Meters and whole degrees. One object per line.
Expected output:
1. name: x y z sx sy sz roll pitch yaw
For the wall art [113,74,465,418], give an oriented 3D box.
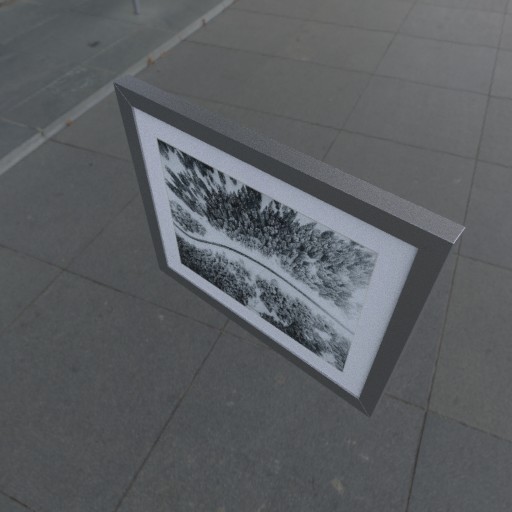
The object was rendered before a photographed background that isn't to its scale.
1. wall art: 0.000 0.000 0.757 0.557 0.456 0.032 31 55 25
